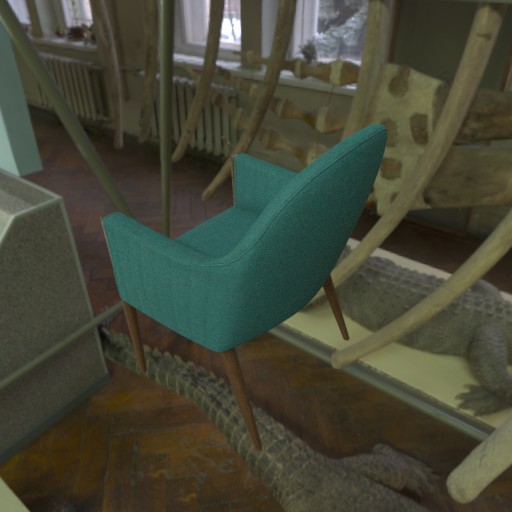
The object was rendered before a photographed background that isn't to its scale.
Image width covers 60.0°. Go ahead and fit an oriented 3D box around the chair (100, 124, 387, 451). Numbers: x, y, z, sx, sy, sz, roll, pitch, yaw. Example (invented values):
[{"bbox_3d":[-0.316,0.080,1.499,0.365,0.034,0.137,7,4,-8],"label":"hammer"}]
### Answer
[{"bbox_3d":[0.000,0.000,1.390,0.652,0.907,0.656,22,39,30],"label":"chair"}]
